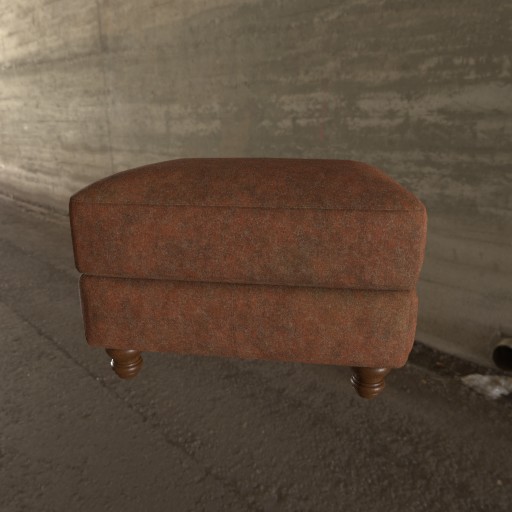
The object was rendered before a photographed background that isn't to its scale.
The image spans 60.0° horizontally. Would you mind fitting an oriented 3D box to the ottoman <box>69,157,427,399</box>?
[{"bbox_3d":[0.000,0.000,1.197,0.787,0.508,0.635,2,17,8],"label":"ottoman"}]
